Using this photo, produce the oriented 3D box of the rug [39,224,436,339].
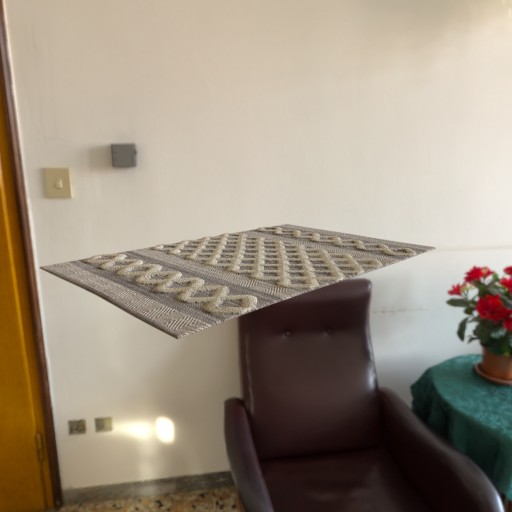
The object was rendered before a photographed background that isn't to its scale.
[{"bbox_3d":[0.000,0.000,3.051,2.333,0.033,1.513,-13,19,-43],"label":"rug"}]
